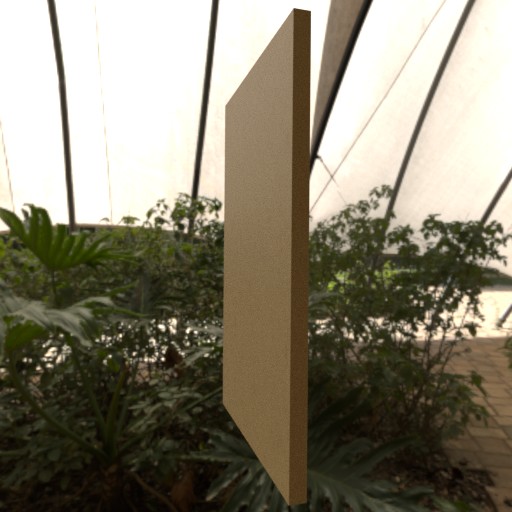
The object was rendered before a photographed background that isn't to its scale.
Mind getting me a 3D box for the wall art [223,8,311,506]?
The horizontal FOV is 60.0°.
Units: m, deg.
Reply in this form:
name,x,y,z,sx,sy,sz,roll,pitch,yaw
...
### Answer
name,x,y,z,sx,sy,sz,roll,pitch,yaw
wall art,0.000,0.000,0.968,0.039,0.810,0.510,0,1,-17
